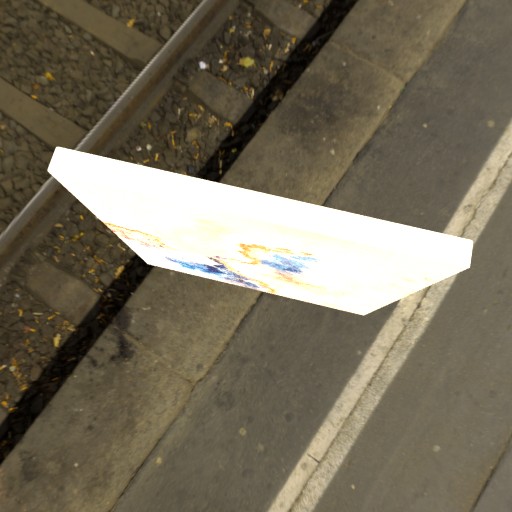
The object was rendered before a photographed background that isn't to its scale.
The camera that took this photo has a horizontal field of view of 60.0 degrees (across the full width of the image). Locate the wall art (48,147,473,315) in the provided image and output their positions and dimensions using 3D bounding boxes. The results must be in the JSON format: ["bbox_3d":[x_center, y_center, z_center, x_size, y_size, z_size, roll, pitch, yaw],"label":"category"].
[{"bbox_3d":[0.000,0.000,1.603,1.061,1.061,0.071,13,77,3],"label":"wall art"}]
